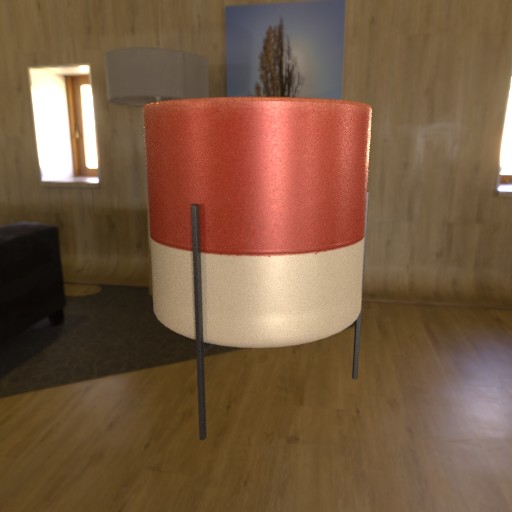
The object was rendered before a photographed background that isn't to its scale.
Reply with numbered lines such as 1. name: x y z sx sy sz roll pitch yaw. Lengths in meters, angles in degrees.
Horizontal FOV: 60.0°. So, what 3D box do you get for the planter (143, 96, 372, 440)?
1. planter: 0.000 0.000 0.732 0.345 0.465 0.354 7 16 25
